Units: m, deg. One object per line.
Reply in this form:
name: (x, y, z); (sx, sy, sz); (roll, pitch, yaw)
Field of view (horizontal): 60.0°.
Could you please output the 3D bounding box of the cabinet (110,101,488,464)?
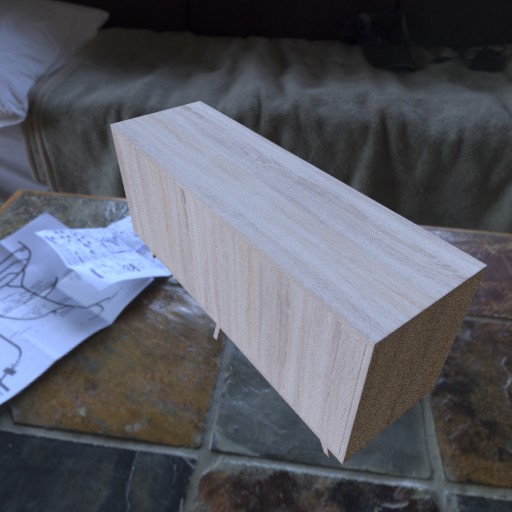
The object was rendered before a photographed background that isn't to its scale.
cabinet: (0.000, 0.000, 1.968); (0.500, 0.780, 1.650); (-26, 46, -27)
